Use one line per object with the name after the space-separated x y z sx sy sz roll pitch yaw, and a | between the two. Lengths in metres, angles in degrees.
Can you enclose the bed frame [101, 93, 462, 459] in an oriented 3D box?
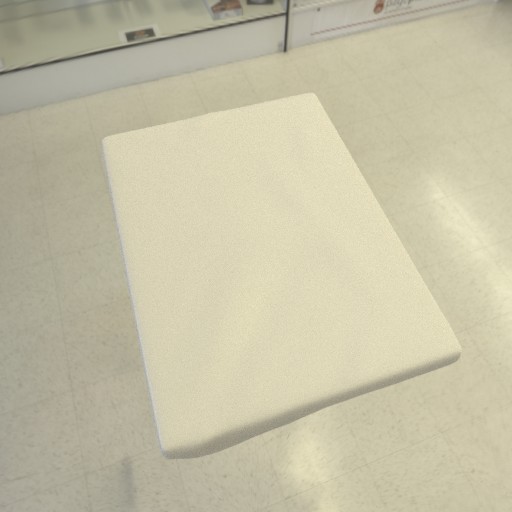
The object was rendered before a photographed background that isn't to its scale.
0.000 0.000 2.853 1.584 0.667 2.151 -15 60 -9 | bed frame
